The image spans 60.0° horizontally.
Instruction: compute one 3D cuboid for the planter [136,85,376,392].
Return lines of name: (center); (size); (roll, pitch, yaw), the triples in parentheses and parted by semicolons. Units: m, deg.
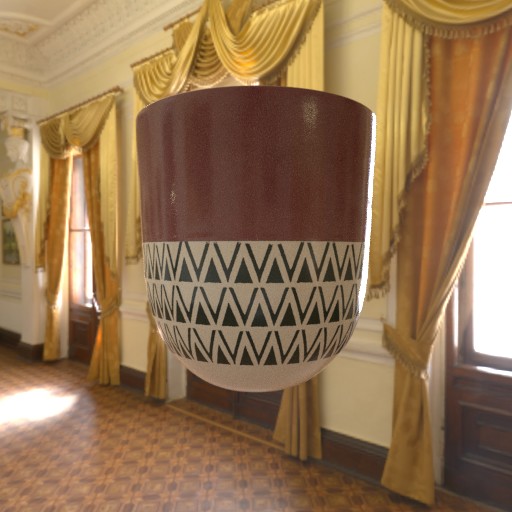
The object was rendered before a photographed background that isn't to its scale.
planter: (0.000, 0.000, 0.373); (0.195, 0.214, 0.195); (0, 1, 0)
